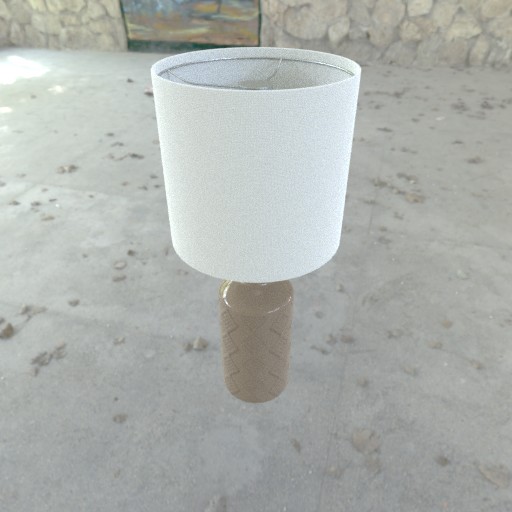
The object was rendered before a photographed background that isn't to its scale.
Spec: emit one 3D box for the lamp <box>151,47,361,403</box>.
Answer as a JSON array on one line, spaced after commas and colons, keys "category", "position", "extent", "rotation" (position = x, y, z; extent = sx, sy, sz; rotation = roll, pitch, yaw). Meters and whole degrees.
[{"category": "lamp", "position": [0.000, 0.000, 0.571], "extent": [0.207, 0.461, 0.207], "rotation": [10, 35, 15]}]
